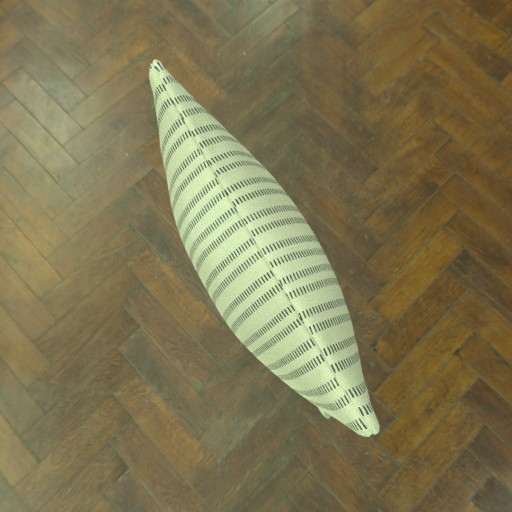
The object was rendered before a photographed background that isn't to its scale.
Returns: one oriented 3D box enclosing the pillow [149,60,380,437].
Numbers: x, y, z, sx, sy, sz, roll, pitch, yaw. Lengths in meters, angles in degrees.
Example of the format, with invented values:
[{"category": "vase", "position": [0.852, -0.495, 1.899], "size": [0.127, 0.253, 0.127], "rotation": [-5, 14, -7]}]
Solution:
[{"category": "pillow", "position": [0.000, 0.000, 0.788], "size": [0.210, 0.353, 0.640], "rotation": [-29, 77, -7]}]
